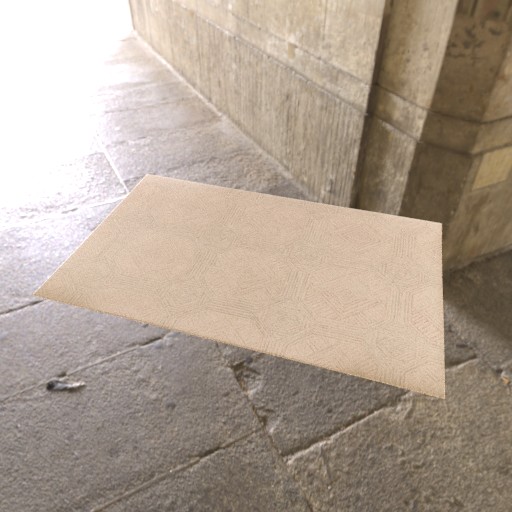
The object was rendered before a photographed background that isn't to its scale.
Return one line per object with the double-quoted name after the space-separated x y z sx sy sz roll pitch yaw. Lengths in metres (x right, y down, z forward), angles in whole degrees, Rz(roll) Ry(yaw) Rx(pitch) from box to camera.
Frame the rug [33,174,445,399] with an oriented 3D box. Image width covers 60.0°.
0.000 0.000 3.032 2.440 0.008 1.524 11 42 13 "rug"
